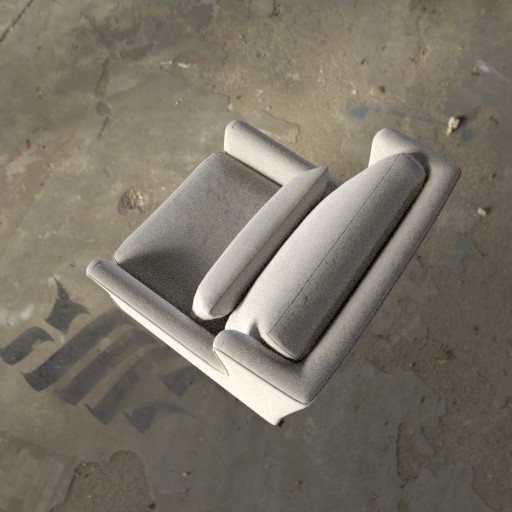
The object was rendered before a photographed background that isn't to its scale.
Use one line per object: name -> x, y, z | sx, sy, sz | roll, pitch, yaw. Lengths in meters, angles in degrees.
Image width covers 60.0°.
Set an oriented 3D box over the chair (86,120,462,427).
chair -> 0.000, 0.000, 1.856 | 1.040, 1.056, 0.982 | 33, 68, 15
